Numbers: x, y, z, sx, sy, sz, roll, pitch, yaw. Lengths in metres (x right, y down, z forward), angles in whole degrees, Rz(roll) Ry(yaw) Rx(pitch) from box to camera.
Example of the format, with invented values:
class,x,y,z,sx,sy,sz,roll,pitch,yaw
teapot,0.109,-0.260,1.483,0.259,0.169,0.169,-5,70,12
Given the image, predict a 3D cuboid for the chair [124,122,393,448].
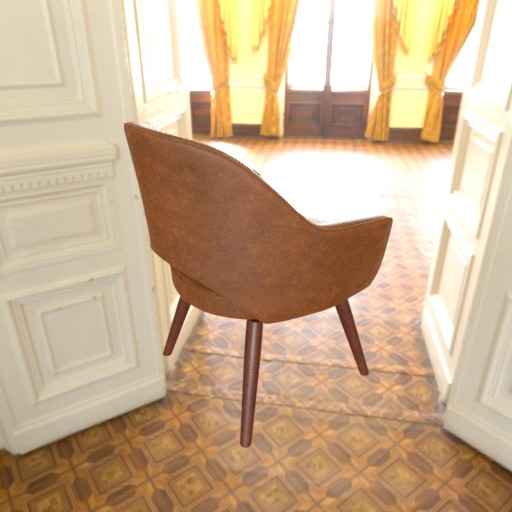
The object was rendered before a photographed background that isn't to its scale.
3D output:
class,x,y,z,sx,sy,sz,roll,pitch,yaw
chair,0.000,0.000,1.238,0.640,0.777,0.591,-18,31,-32
